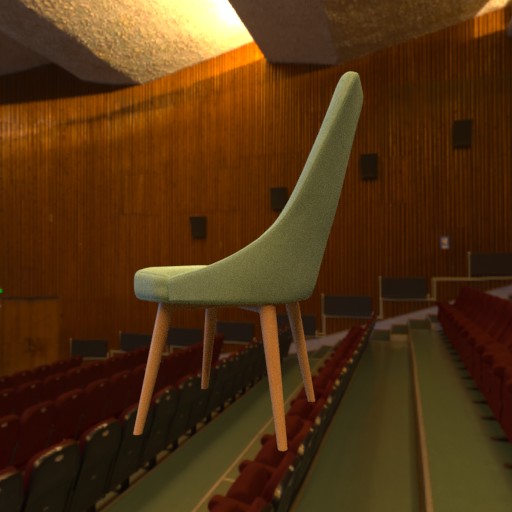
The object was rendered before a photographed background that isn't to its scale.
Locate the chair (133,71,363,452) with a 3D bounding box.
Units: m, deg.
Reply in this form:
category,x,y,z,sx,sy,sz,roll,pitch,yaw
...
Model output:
category,x,y,z,sx,sy,sz,roll,pitch,yaw
chair,0.000,0.000,1.420,0.660,1.040,0.510,0,0,18
